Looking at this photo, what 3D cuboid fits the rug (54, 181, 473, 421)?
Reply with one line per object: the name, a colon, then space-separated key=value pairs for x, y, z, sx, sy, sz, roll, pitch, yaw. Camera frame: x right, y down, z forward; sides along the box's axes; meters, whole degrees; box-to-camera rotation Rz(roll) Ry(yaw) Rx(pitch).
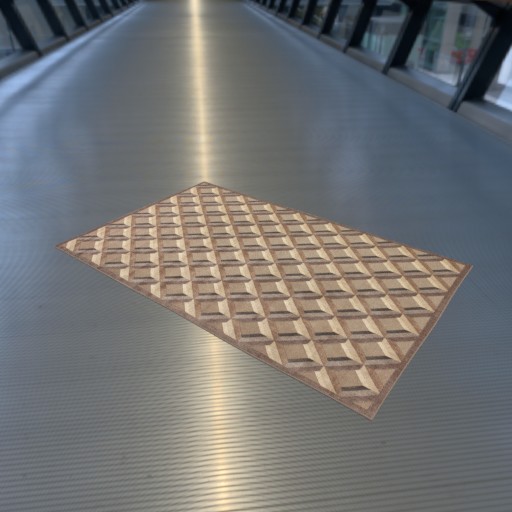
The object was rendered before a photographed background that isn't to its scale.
rug: x=0.000 y=0.000 z=2.090 sx=1.677 sy=0.011 sz=1.066 roll=22 pitch=38 yaw=31
